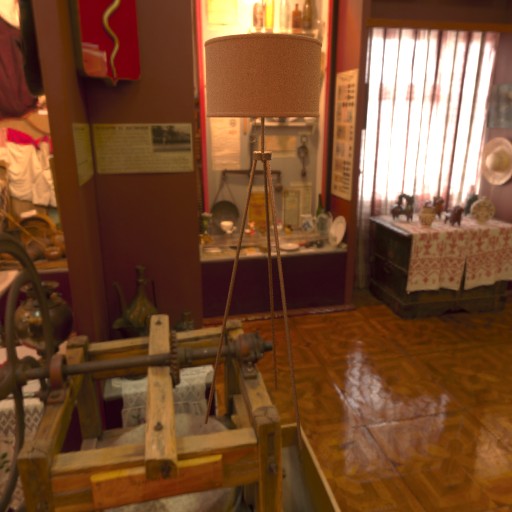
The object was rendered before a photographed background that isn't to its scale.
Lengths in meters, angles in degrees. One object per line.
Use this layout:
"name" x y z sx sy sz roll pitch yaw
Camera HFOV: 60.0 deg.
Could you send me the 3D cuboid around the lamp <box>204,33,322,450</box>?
"lamp" 0.000 0.000 1.769 0.460 1.545 0.449 -3 17 -10
